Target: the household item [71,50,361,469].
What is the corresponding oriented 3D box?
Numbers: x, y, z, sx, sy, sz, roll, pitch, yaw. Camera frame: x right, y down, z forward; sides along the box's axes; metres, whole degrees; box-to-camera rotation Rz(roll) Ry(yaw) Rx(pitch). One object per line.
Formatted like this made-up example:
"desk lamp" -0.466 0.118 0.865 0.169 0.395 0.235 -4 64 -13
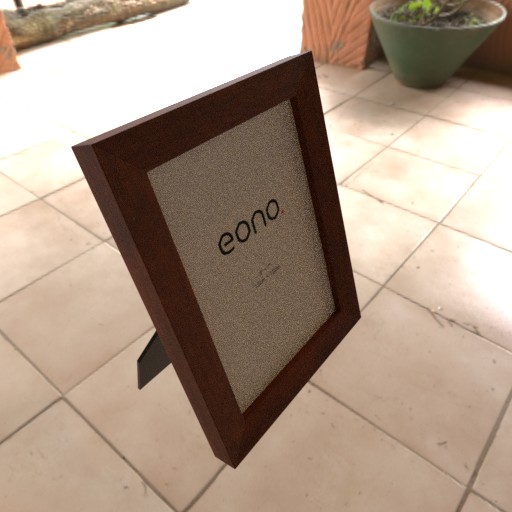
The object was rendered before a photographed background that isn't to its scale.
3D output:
"household item" 0.000 0.000 0.282 0.096 0.204 0.160 28 48 28
